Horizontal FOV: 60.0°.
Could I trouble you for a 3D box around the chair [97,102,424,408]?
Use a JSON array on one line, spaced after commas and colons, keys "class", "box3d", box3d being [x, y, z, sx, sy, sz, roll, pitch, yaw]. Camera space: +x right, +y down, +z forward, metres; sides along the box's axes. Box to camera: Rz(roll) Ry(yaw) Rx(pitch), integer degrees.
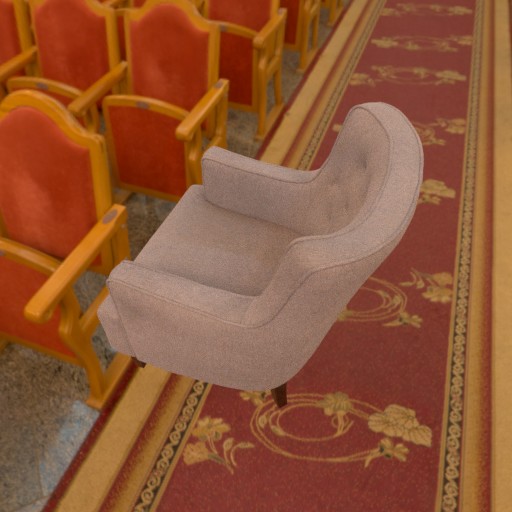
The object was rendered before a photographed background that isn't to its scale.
[{"class": "chair", "box3d": [0.000, 0.000, 1.562, 0.910, 0.919, 0.781, 15, 49, 14]}]
